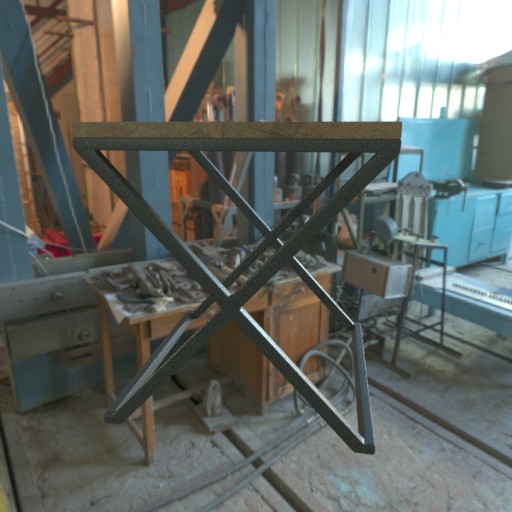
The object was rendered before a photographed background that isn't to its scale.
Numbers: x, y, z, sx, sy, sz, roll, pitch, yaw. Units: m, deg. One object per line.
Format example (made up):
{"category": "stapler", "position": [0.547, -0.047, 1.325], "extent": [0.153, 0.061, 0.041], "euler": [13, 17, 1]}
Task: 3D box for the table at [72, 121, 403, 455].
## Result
{"category": "table", "position": [0.000, 0.000, 0.955], "extent": [0.498, 0.550, 0.499], "euler": [3, 17, 10]}
